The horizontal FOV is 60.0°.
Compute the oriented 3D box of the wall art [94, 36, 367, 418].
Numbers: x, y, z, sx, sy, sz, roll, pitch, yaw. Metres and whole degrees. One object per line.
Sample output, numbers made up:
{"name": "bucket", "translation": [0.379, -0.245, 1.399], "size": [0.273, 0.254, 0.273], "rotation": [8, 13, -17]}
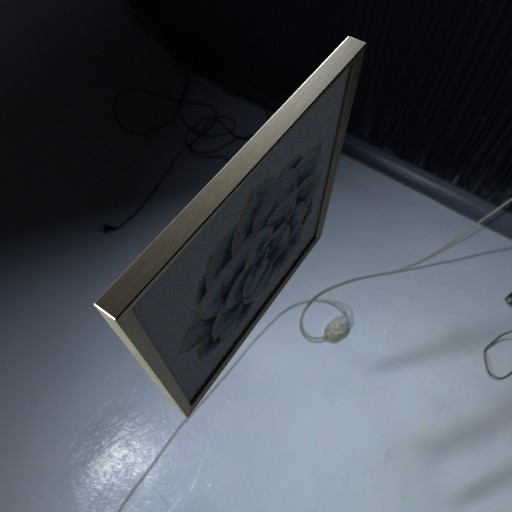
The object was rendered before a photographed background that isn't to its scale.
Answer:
{"name": "wall art", "translation": [0.000, 0.000, 0.741], "size": [0.030, 0.506, 0.503], "rotation": [31, 65, 17]}
